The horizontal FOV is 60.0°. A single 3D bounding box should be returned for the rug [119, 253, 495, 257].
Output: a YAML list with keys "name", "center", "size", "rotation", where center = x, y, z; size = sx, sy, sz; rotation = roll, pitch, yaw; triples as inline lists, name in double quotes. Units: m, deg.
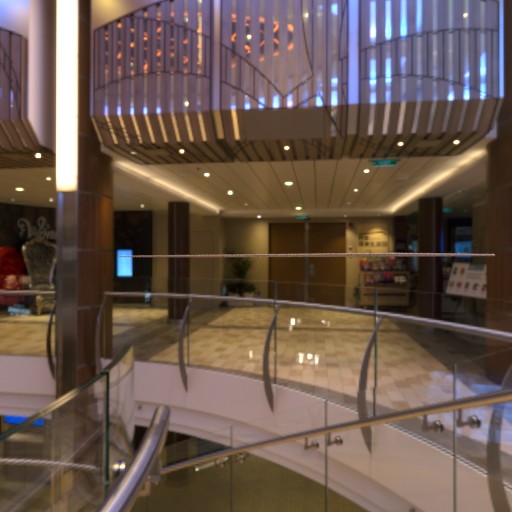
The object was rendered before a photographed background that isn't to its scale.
- name: "rug"
  center: [0.000, 0.000, 2.675]
  size: [0.762, 0.008, 2.439]
  rotation: [0, 0, -38]
